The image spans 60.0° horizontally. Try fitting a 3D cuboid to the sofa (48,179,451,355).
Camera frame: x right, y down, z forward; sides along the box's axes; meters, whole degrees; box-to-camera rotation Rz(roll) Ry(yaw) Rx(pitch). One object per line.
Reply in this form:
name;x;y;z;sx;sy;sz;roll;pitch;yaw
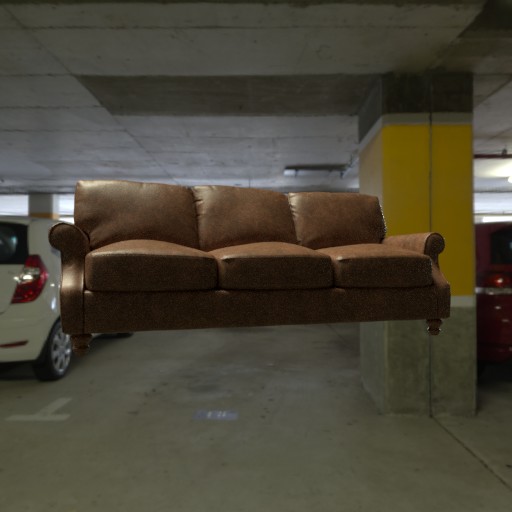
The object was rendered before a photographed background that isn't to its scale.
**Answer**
sofa;0.000;0.000;2.816;2.351;0.977;0.973;0;-1;-17
